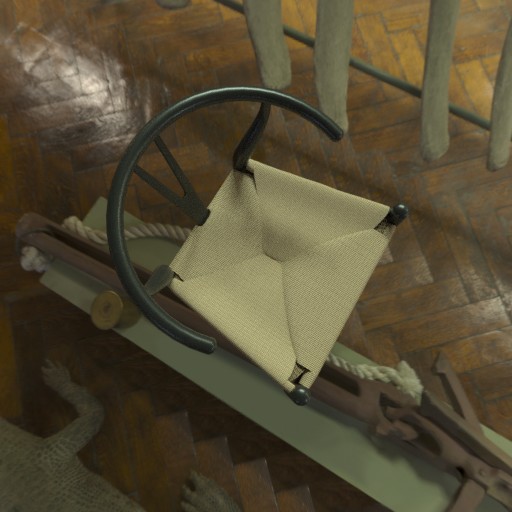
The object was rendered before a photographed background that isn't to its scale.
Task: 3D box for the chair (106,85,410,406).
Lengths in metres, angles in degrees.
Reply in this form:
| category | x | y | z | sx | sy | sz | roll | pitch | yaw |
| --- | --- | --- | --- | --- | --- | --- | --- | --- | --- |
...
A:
| category | x | y | z | sx | sy | sz | roll | pitch | yaw |
| --- | --- | --- | --- | --- | --- | --- | --- | --- | --- |
| chair | 0.000 | 0.000 | 1.188 | 0.570 | 0.739 | 0.570 | 30 | 78 | 7 |
